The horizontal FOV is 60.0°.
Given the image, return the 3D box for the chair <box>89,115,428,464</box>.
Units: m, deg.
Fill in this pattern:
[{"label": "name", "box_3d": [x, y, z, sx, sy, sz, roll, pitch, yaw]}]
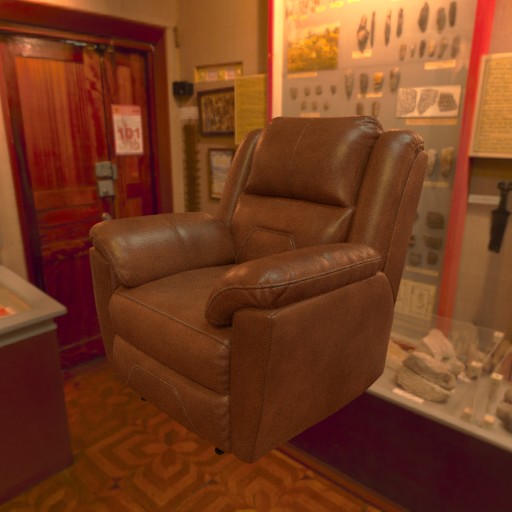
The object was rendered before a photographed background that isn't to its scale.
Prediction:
[{"label": "chair", "box_3d": [0.000, 0.000, 1.795, 0.990, 1.093, 1.041, 15, 22, 41]}]
